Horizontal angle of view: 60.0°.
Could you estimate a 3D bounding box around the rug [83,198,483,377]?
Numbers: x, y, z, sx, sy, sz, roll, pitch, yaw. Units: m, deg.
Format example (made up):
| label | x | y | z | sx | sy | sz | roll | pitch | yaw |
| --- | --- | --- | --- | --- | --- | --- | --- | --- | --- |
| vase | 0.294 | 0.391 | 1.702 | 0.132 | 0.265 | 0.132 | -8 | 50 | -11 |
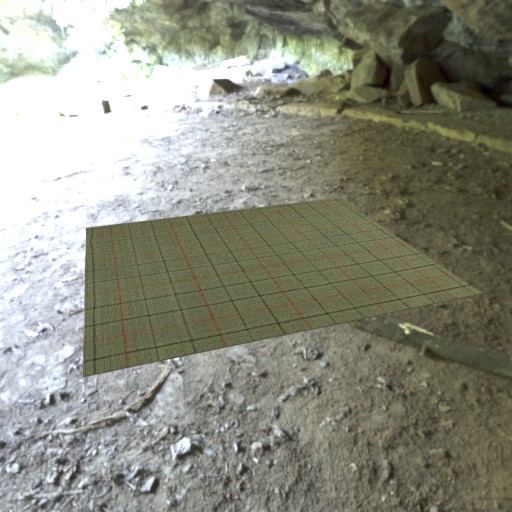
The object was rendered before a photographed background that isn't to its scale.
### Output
| label | x | y | z | sx | sy | sz | roll | pitch | yaw |
| --- | --- | --- | --- | --- | --- | --- | --- | --- | --- |
| rug | 0.000 | 0.000 | 4.169 | 3.048 | 0.012 | 2.444 | -9 | 28 | -16 |
